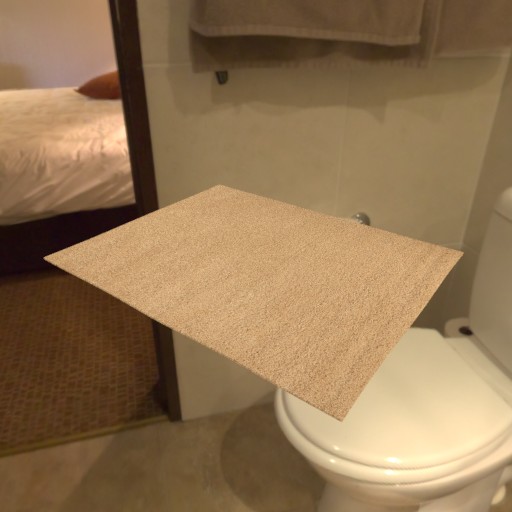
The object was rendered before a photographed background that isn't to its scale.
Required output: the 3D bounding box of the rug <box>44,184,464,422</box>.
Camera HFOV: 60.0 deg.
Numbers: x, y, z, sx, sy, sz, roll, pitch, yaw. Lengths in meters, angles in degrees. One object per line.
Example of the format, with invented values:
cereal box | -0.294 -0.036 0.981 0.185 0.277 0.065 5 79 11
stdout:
rug | 0.000 0.000 4.054 3.000 0.026 2.400 20 35 32
